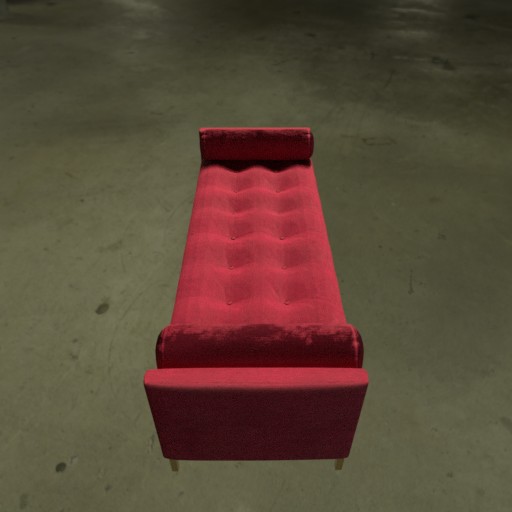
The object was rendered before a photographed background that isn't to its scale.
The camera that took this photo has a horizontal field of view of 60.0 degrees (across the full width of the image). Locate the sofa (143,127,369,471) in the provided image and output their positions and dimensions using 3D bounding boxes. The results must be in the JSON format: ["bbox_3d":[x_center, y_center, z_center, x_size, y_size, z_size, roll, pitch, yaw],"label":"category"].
[{"bbox_3d":[0.000,0.000,2.478,0.796,0.705,2.102,0,40,0],"label":"sofa"}]
